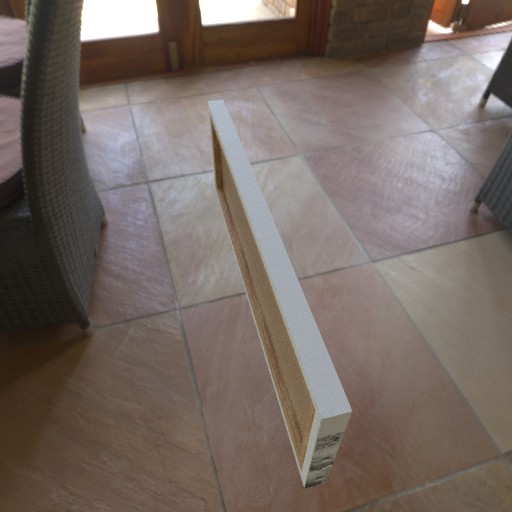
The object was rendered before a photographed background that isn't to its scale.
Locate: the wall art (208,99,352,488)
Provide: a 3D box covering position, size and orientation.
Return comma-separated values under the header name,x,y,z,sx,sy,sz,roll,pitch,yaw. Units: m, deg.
name,x,y,z,sx,sy,sz,roll,pitch,yaw
wall art,0.000,0.000,0.851,0.038,0.255,0.763,-10,47,-10
